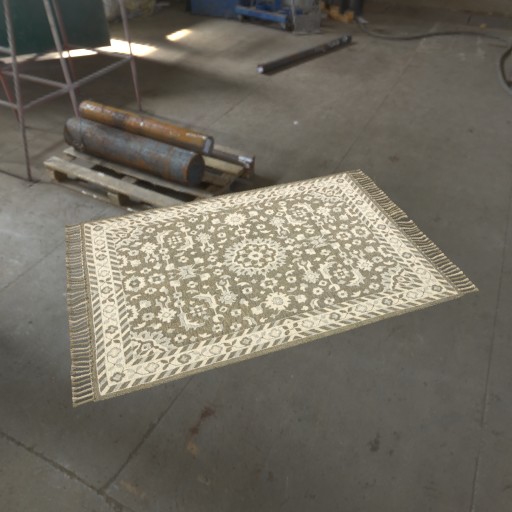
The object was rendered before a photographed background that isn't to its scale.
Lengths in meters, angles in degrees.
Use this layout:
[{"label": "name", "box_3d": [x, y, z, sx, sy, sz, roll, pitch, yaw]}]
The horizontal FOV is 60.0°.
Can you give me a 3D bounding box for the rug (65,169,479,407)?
[{"label": "rug", "box_3d": [0.000, 0.000, 2.990, 2.431, 0.025, 1.530, -13, 44, -14]}]
